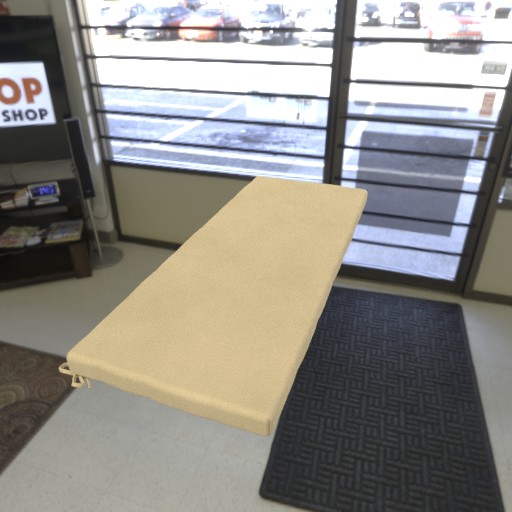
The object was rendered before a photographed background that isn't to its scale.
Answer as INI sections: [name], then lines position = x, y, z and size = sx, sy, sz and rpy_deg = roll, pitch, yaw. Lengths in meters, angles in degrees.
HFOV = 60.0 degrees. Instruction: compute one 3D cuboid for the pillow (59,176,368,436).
[pillow]
position = 0.000, 0.000, 1.322
size = 0.492, 0.081, 1.187
rpy_deg = 11, 32, 18
